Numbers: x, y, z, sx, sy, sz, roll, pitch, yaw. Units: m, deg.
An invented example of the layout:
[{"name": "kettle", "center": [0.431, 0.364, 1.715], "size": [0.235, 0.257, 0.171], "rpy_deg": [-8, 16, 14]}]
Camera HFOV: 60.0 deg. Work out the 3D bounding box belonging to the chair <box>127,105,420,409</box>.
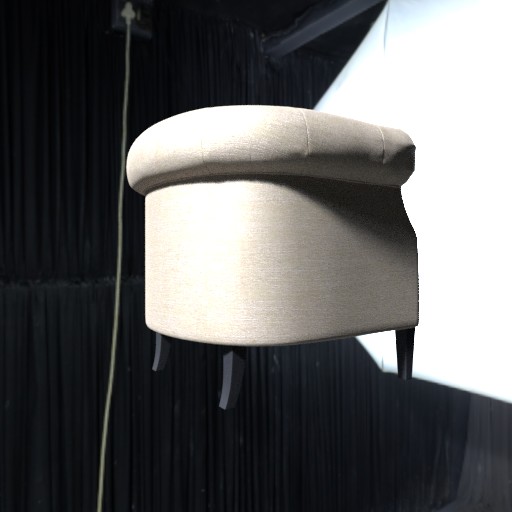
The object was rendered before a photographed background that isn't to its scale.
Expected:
[{"name": "chair", "center": [0.000, 0.000, 1.565], "size": [0.852, 0.827, 0.905], "rpy_deg": [0, 0, -35]}]
